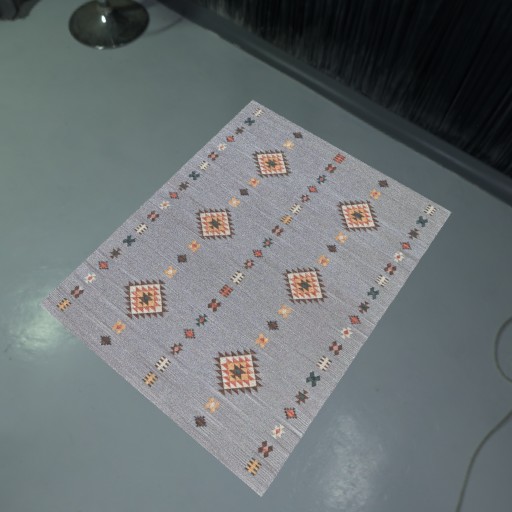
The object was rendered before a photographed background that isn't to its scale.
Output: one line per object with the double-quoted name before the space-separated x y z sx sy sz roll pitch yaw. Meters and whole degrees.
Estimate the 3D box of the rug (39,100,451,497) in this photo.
"rug" 0.000 0.000 4.060 2.425 0.008 3.035 34 68 16
